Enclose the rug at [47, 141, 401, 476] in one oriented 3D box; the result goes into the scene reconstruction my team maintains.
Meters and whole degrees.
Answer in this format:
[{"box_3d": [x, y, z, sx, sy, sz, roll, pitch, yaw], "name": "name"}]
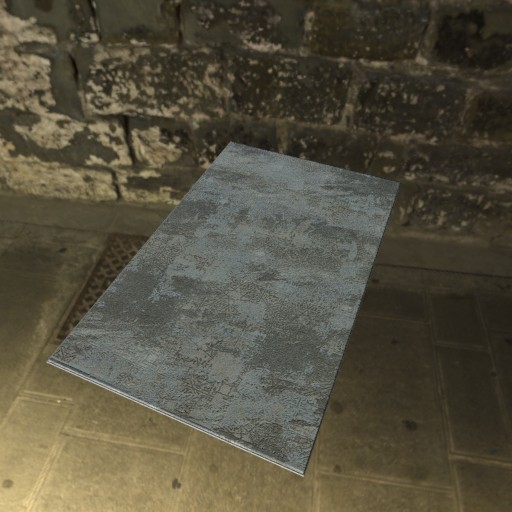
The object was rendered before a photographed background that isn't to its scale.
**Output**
[{"box_3d": [0.000, 0.000, 3.059, 1.536, 0.012, 2.431, 17, 50, 16], "name": "rug"}]
